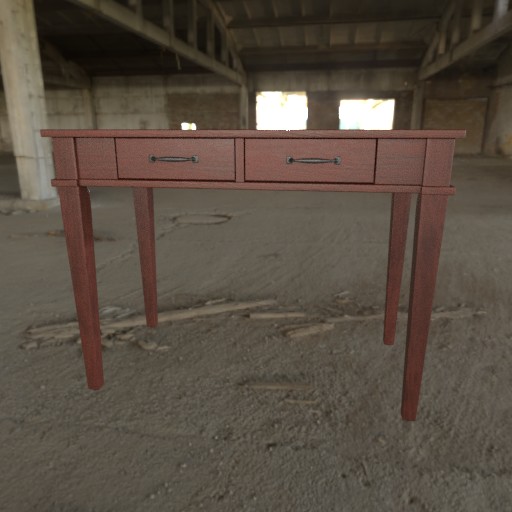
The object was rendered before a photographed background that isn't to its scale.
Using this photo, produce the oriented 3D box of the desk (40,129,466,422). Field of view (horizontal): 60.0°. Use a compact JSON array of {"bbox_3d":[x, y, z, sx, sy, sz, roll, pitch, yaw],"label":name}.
[{"bbox_3d":[0.000,0.000,1.389,1.001,0.762,0.549,3,16,9],"label":"desk"}]
